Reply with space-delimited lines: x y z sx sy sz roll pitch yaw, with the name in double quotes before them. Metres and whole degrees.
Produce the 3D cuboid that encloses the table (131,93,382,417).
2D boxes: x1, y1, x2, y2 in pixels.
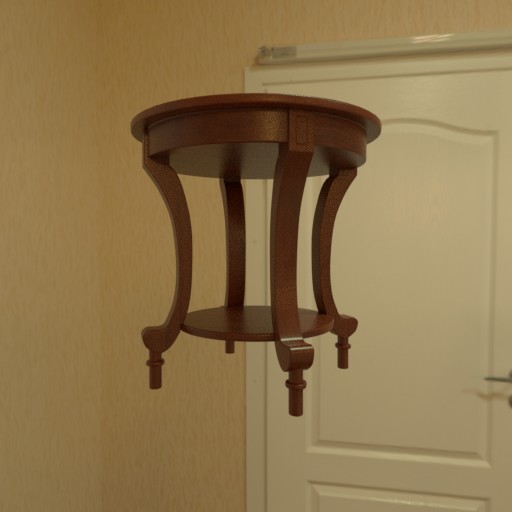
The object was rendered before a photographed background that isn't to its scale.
"table" 0.000 0.000 1.107 0.597 0.612 0.597 0 2 0
